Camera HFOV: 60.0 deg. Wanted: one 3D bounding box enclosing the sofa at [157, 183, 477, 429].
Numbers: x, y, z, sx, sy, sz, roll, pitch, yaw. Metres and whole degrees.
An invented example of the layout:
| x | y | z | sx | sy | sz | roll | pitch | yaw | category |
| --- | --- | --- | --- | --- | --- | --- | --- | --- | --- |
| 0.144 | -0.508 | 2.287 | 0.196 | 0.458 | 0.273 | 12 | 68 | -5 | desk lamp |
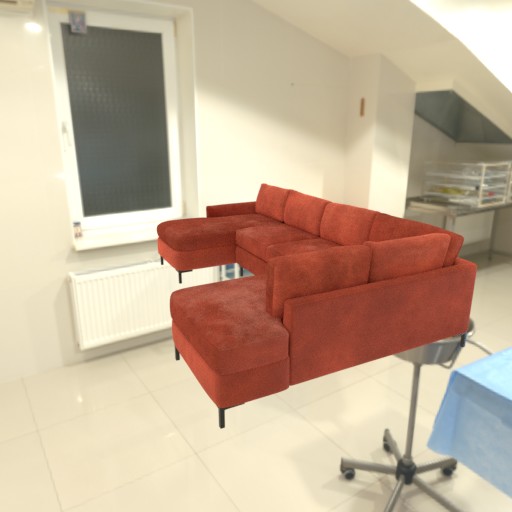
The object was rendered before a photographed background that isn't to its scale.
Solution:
| x | y | z | sx | sy | sz | roll | pitch | yaw | category |
| --- | --- | --- | --- | --- | --- | --- | --- | --- | --- |
| 0.000 | 0.000 | 3.877 | 1.981 | 0.858 | 2.971 | -8 | 19 | -26 | sofa |
